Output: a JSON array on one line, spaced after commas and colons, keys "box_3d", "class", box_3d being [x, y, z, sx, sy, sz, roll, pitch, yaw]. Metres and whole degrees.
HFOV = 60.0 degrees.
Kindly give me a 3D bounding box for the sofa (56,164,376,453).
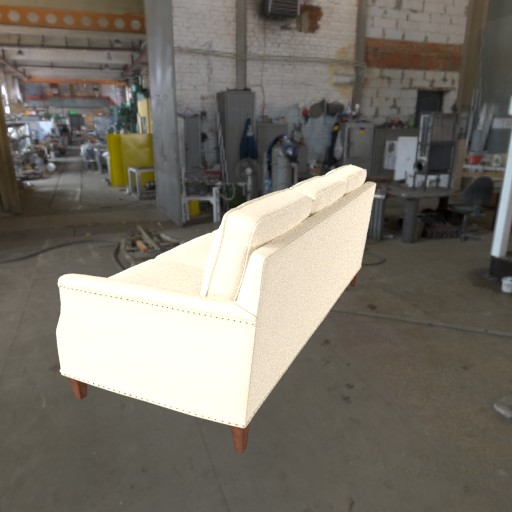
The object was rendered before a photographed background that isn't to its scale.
[{"box_3d": [0.000, 0.000, 2.786, 1.084, 1.003, 2.246, 8, 19, 23], "class": "sofa"}]
